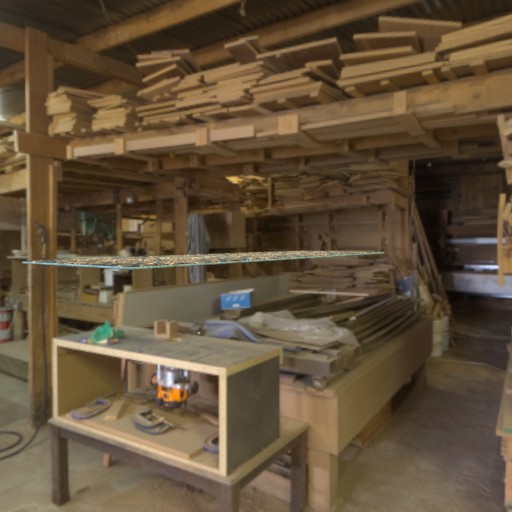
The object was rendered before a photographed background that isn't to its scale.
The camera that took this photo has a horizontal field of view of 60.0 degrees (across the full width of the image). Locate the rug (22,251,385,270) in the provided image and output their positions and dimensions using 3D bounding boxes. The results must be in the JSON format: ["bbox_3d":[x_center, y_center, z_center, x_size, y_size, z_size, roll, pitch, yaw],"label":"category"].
[{"bbox_3d":[0.000,0.000,2.522,0.685,0.014,2.292,1,2,36],"label":"rug"}]
